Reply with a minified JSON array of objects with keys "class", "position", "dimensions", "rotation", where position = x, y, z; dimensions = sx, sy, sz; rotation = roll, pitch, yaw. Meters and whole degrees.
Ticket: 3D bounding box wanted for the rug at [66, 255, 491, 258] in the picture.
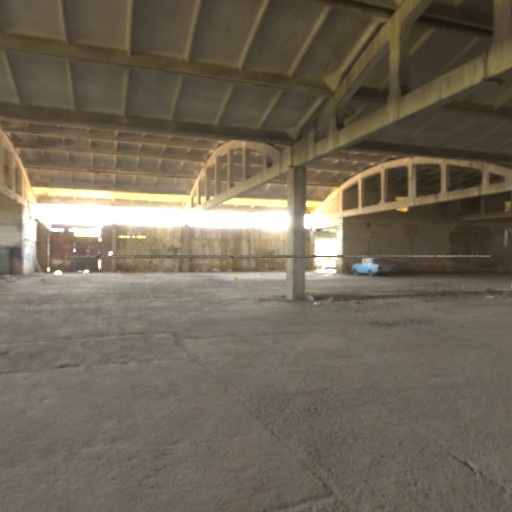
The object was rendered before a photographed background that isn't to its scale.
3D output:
[{"class":"rug","position":[0.000,0.000,3.967],"dimensions":[2.959,0.016,2.317],"rotation":[0,0,-19]}]
